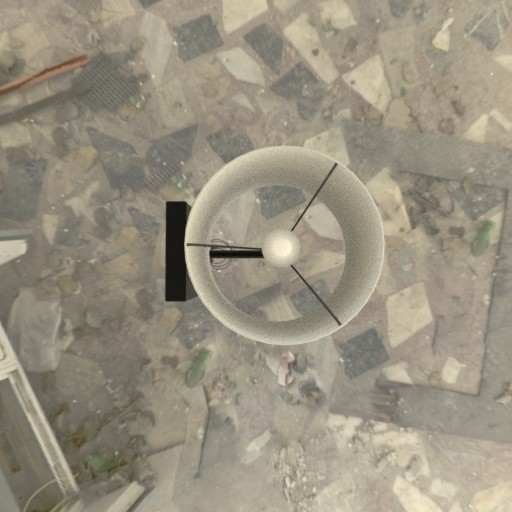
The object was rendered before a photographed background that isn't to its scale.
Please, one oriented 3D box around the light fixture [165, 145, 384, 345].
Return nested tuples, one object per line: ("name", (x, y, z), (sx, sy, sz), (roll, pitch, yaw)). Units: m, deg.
("light fixture", (0.000, 0.000, 0.711), (0.248, 0.589, 0.188), (0, 88, 1))
